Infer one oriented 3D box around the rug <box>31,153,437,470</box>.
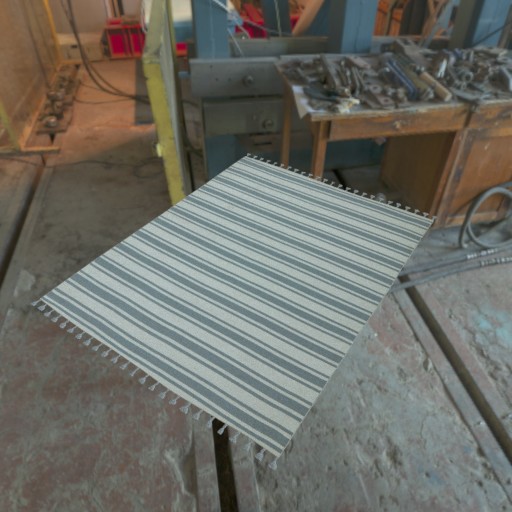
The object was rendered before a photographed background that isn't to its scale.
[{"bbox_3d":[0.000,0.000,4.185,2.439,0.005,3.201,24,47,25],"label":"rug"}]
